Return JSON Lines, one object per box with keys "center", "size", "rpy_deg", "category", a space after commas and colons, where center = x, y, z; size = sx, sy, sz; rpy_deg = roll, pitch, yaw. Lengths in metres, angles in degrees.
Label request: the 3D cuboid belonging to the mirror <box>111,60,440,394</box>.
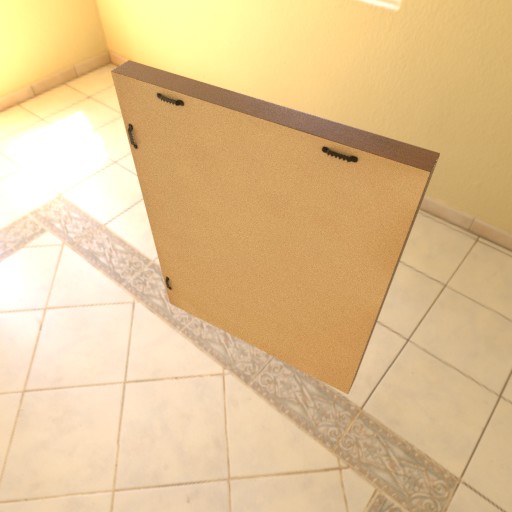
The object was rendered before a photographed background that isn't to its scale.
{"center": [0.000, 0.000, 0.693], "size": [0.406, 0.509, 0.041], "rpy_deg": [23, 53, 19], "category": "mirror"}
